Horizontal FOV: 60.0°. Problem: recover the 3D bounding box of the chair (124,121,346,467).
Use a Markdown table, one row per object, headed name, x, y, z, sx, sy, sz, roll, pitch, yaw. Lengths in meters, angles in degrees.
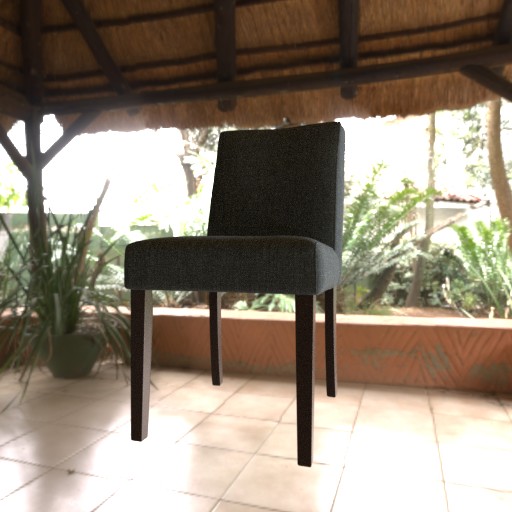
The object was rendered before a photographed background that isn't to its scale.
| name | x | y | z | sx | sy | sz | roll | pitch | yaw |
| --- | --- | --- | --- | --- | --- | --- | --- | --- | --- |
| chair | 0.000 | 0.000 | 1.278 | 0.487 | 0.884 | 0.629 | 0 | 1 | 18 |
